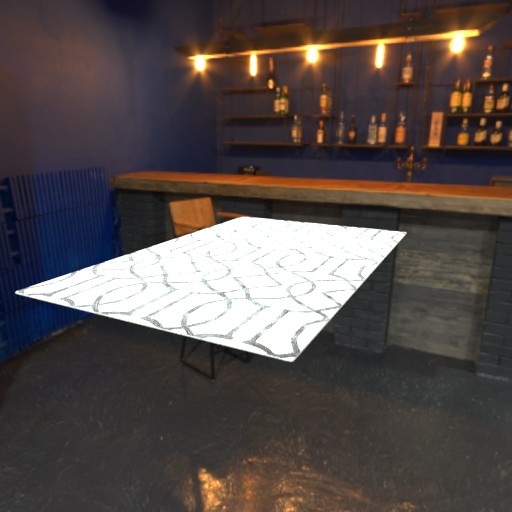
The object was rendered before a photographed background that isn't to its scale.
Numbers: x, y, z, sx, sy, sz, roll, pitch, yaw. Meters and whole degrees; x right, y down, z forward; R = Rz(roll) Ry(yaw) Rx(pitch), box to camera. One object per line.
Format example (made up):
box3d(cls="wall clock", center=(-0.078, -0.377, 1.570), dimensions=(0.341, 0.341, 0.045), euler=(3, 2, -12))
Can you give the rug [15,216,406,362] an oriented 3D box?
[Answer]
box3d(cls="rug", center=(0.000, 0.000, 2.911), dimensions=(1.521, 0.017, 2.365), euler=(8, 17, 26))
